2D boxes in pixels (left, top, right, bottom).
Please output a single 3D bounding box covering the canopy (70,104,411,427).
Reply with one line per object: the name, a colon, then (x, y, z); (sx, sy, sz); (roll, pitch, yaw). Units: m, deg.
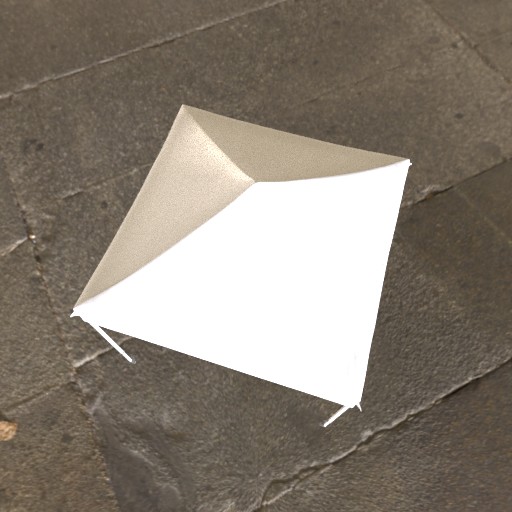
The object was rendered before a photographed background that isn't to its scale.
canopy: (0.000, 0.000, 5.426); (2.996, 2.998, 2.994); (16, 64, 8)
